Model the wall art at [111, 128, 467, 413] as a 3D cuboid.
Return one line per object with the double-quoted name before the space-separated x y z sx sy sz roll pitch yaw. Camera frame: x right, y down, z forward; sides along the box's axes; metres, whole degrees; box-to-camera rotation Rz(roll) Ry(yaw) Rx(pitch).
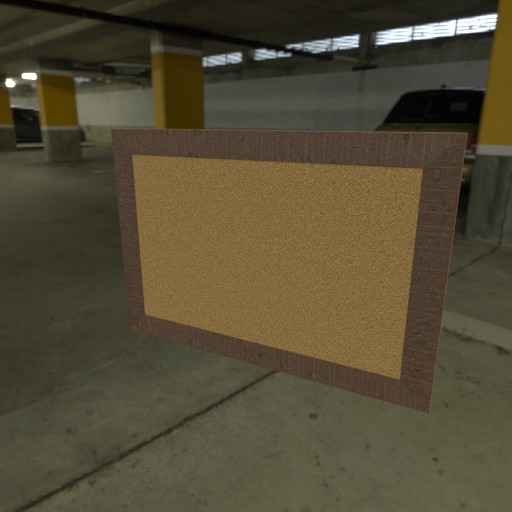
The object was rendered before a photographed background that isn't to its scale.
"wall art" 0.000 0.000 1.148 0.917 0.626 0.019 9 19 27
